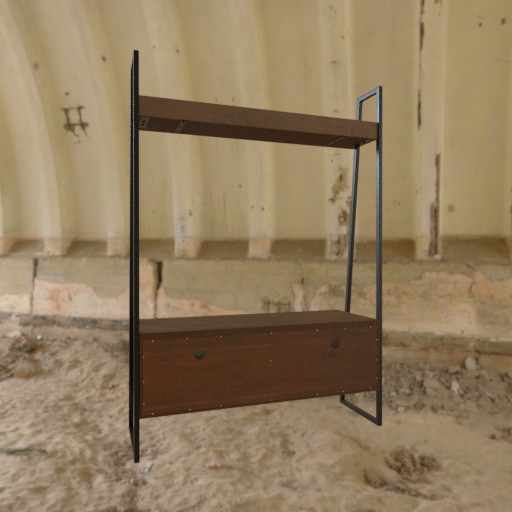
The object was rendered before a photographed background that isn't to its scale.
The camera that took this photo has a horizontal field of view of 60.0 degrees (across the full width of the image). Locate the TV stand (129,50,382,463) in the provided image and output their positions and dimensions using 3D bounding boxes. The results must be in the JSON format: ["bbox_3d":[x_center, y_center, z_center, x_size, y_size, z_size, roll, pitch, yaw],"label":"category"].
[{"bbox_3d":[0.000,0.000,2.295,1.250,1.772,0.432,0,0,-19],"label":"TV stand"}]
